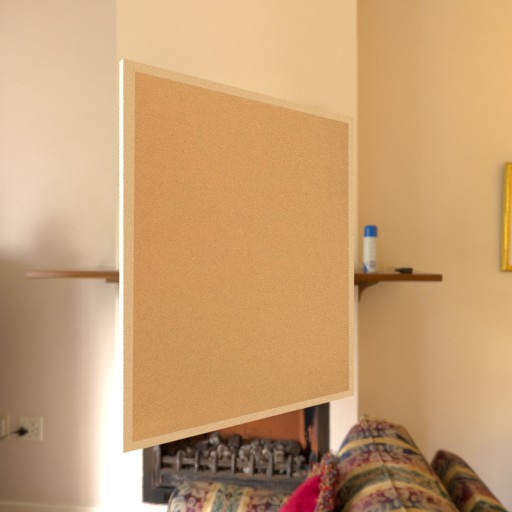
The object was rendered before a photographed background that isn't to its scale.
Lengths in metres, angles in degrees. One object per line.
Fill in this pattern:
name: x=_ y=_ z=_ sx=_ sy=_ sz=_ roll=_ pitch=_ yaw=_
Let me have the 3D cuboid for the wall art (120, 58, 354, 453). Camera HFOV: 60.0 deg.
wall art: x=0.000 y=0.000 z=0.625 sx=0.382 sy=0.456 sz=0.013 roll=0 pitch=0 yaw=-34
